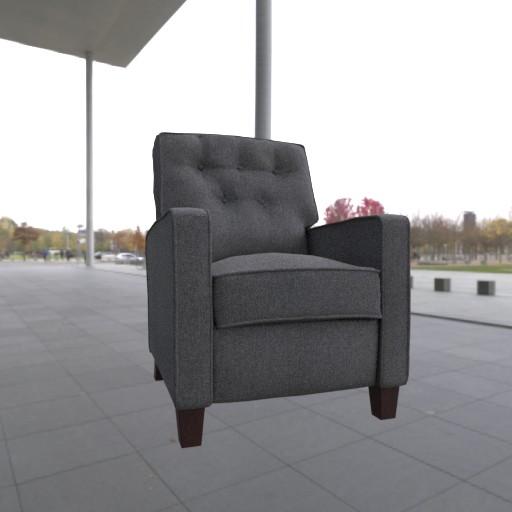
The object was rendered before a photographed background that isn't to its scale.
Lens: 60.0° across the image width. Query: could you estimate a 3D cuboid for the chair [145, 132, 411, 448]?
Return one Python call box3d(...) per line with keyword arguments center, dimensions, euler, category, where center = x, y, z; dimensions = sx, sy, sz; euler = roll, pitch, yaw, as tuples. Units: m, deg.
box3d(center=(0.000, 0.000, 1.429), dimensions=(0.650, 0.889, 0.775), euler=(0, 1, -19), category="chair")
